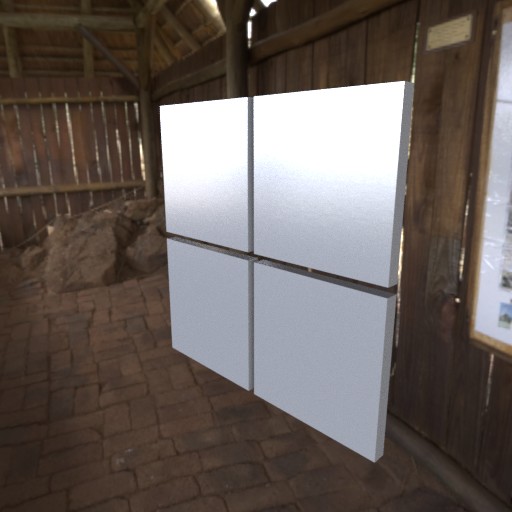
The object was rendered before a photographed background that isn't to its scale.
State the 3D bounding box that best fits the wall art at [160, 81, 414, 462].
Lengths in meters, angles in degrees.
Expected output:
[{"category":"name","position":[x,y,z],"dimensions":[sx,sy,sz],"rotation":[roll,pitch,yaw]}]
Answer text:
[{"category":"wall art","position":[0.000,0.000,0.903],"dimensions":[0.029,0.611,0.611],"rotation":[-14,20,-42]}]
